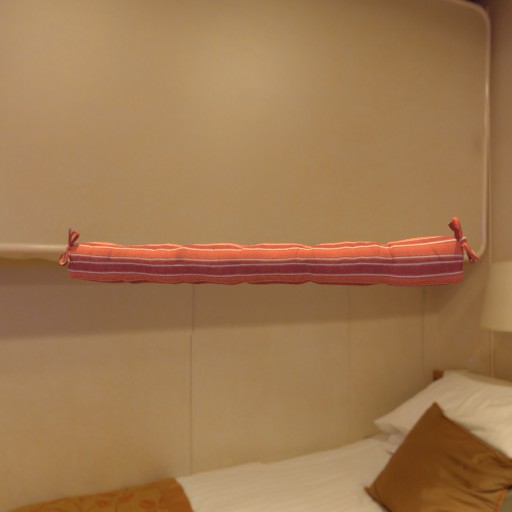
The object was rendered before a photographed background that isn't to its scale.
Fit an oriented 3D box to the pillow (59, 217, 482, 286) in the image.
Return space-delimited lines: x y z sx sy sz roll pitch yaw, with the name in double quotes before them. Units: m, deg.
"pillow" 0.000 0.000 1.365 1.194 0.174 0.511 0 -1 18
